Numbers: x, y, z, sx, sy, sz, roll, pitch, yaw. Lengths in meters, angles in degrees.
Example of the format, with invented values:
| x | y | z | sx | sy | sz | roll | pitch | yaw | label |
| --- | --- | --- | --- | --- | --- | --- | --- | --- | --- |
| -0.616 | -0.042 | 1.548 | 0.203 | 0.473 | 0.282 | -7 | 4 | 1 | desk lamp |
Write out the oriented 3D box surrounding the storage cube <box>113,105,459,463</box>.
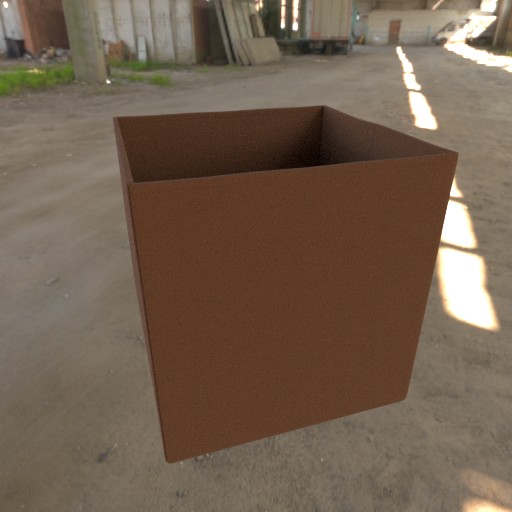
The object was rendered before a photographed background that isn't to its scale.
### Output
| x | y | z | sx | sy | sz | roll | pitch | yaw | label |
| --- | --- | --- | --- | --- | --- | --- | --- | --- | --- |
| 0.000 | 0.000 | 0.502 | 0.270 | 0.280 | 0.270 | -9 | 29 | -16 | storage cube |
